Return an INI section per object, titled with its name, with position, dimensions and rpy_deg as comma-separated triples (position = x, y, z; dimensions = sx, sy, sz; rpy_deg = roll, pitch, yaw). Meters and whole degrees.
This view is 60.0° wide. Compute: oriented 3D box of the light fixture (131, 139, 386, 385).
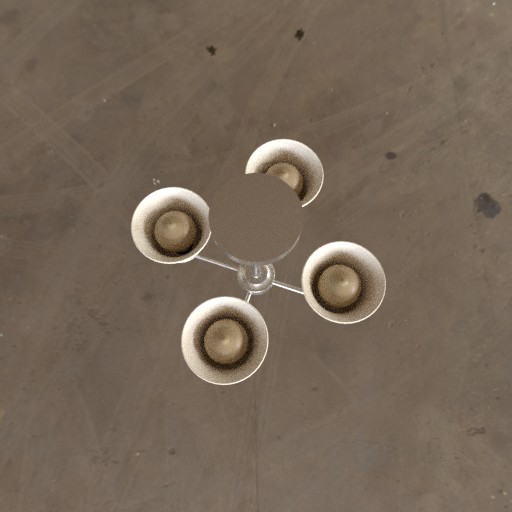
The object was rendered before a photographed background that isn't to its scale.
[light fixture]
position = 0.000, 0.000, 0.738
dimensions = 0.427, 0.370, 0.427
rpy_deg = 18, 75, 5
